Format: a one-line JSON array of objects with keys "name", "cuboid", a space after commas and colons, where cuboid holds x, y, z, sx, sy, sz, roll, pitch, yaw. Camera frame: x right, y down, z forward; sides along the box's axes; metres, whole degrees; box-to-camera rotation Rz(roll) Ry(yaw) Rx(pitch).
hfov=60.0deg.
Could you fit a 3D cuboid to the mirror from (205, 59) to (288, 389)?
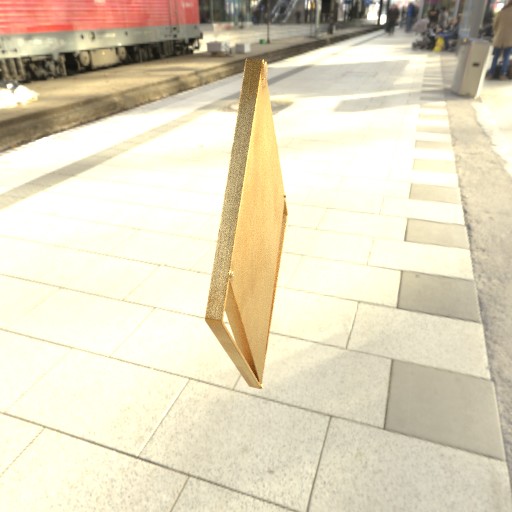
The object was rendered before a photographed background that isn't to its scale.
[{"name": "mirror", "cuboid": [0.000, 0.000, 0.833, 0.032, 0.679, 0.419, 9, 30, 15]}]
